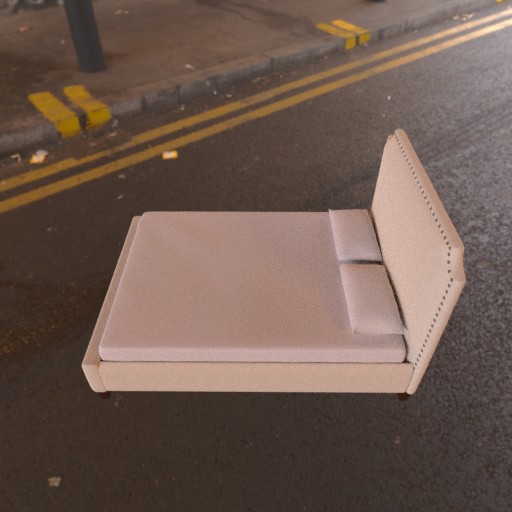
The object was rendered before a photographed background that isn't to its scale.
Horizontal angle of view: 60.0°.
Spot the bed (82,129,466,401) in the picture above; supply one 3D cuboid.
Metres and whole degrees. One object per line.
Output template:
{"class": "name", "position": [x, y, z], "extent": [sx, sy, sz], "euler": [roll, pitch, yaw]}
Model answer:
{"class": "bed", "position": [0.000, 0.000, 3.446], "extent": [2.372, 1.443, 1.712], "euler": [0, 42, 0]}
